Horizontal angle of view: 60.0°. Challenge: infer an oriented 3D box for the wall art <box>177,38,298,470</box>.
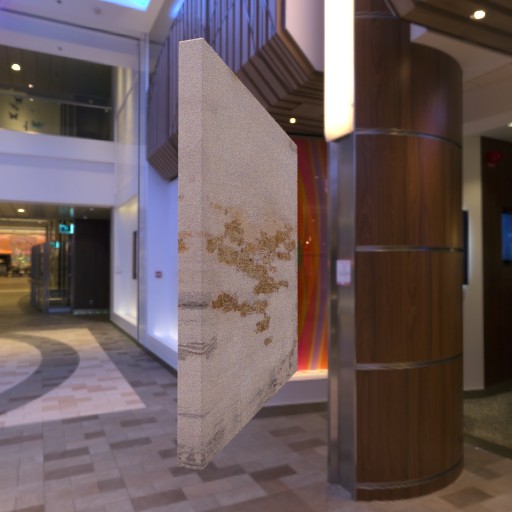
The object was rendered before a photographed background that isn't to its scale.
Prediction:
[{"bbox_3d":[0.000,0.000,0.923,0.040,0.613,0.611,0,-1,18],"label":"wall art"}]
